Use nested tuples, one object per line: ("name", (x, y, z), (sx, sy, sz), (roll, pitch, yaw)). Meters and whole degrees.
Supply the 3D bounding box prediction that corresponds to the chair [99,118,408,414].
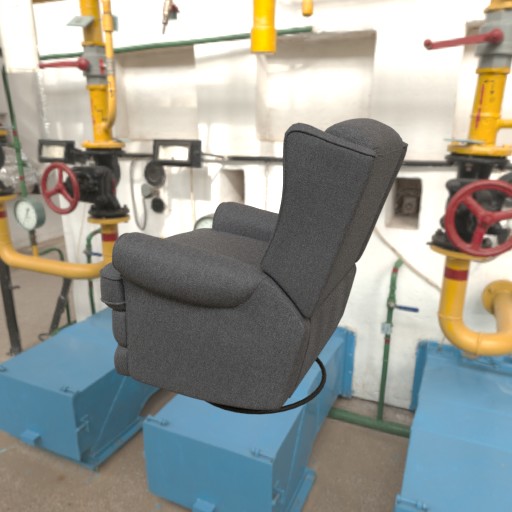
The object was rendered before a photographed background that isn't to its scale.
("chair", (0.000, 0.000, 1.708), (0.969, 1.011, 0.847), (8, 18, 24))
